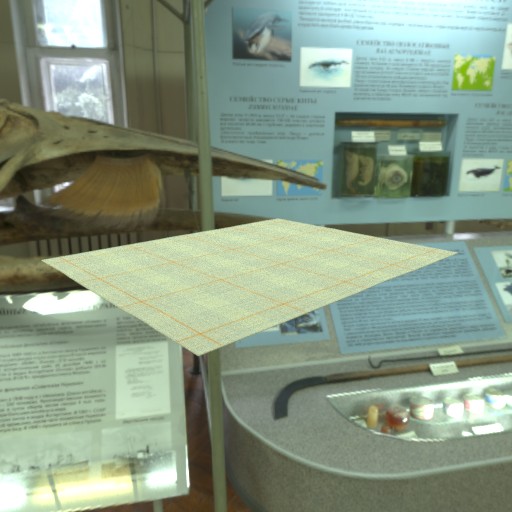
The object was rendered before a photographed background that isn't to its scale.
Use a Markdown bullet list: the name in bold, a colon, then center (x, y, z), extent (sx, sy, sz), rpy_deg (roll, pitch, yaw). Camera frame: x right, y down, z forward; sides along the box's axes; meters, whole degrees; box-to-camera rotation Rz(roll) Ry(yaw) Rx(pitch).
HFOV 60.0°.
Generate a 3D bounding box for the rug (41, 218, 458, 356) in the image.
- **rug**: center (0.000, 0.000, 4.144), extent (3.051, 0.021, 2.448), rpy_deg (-14, 20, -41)
